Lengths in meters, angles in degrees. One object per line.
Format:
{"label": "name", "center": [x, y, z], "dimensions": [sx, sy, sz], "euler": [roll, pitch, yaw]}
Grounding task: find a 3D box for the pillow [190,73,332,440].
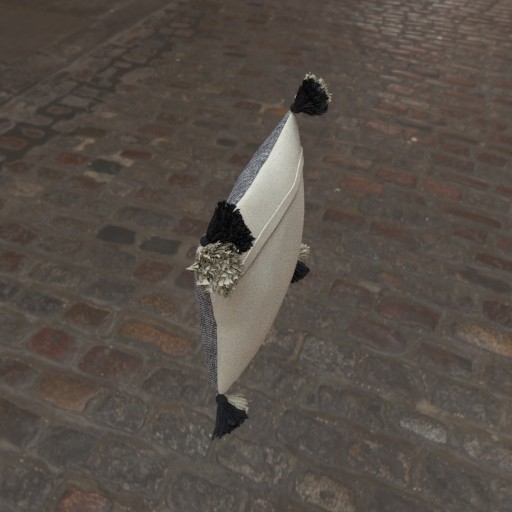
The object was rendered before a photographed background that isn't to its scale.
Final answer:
{"label": "pillow", "center": [0.000, 0.000, 1.012], "dimensions": [0.170, 0.659, 0.654], "euler": [16, 48, 14]}
